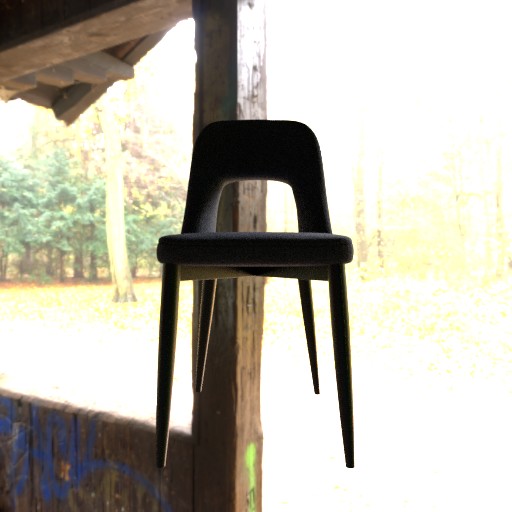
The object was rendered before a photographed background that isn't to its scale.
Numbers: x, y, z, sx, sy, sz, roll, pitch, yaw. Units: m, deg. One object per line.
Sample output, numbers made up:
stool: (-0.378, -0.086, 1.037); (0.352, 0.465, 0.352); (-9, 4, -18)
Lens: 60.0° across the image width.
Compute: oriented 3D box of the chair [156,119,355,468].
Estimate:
chair: (0.000, 0.000, 1.258); (0.470, 0.931, 0.612); (0, 1, 1)
